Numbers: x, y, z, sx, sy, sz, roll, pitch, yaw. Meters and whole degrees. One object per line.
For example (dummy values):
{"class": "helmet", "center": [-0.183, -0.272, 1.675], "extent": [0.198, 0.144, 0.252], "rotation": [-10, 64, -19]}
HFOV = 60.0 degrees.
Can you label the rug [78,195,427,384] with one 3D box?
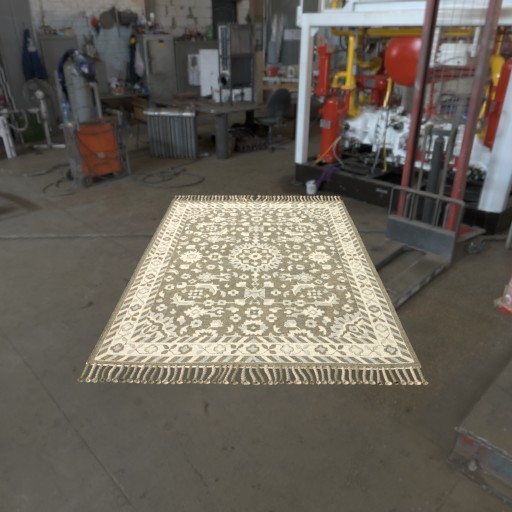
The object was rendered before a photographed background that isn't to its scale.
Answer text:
{"class": "rug", "center": [0.000, 0.000, 2.991], "extent": [1.530, 0.025, 2.431], "rotation": [0, 27, 1]}
